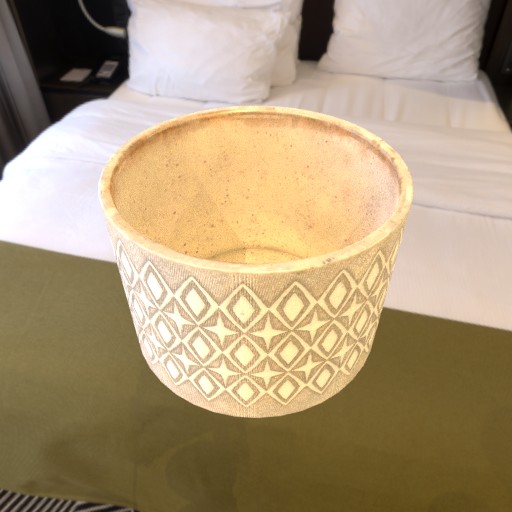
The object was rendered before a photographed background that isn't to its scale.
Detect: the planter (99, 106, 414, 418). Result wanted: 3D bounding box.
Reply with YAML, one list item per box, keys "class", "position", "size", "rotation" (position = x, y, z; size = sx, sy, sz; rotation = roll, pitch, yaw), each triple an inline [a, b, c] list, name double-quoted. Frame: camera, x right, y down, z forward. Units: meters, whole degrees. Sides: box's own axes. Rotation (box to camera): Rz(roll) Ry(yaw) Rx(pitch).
- class: "planter"
  position: [0.000, 0.000, 0.317]
  size: [0.186, 0.144, 0.186]
  rotation: [0, 41, 0]
